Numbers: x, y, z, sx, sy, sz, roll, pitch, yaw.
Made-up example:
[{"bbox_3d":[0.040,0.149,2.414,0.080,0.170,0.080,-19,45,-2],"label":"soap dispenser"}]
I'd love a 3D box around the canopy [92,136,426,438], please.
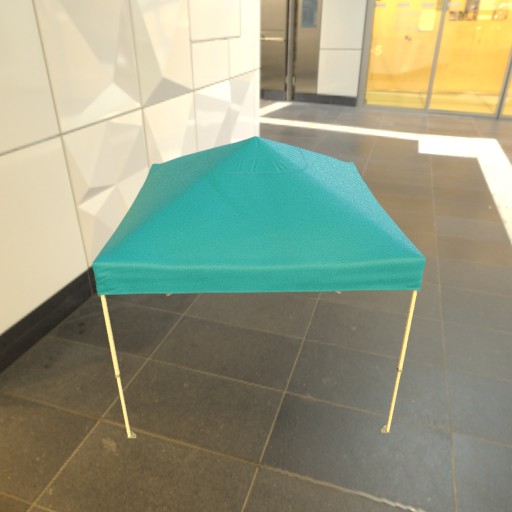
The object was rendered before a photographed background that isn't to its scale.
[{"bbox_3d":[0.000,0.000,5.591,2.996,2.997,2.998,-1,28,-1],"label":"canopy"}]
